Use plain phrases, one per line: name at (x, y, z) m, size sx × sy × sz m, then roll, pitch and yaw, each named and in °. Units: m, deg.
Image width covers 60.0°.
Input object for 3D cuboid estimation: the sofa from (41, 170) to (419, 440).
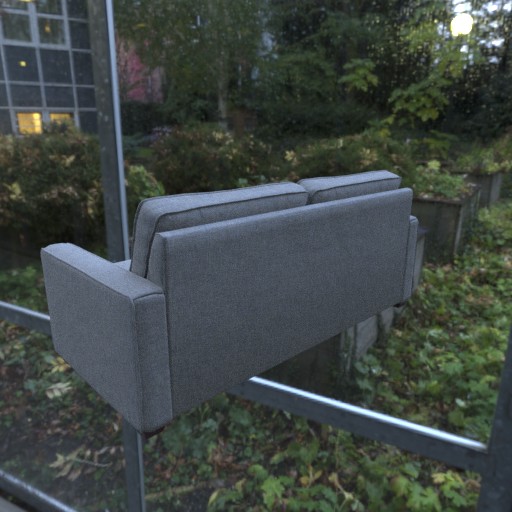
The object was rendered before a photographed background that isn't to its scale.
sofa at (0.000, 0.000, 2.555) m, size 2.078 × 0.918 × 0.945 m, roll -15°, pitch 22°, yaw -41°
